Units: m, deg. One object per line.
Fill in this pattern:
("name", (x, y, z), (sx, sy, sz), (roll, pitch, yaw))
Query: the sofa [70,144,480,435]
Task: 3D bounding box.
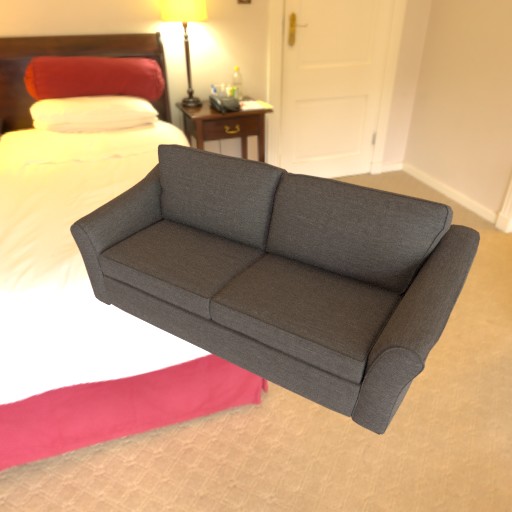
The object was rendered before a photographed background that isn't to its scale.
("sofa", (0.000, 0.000, 2.680), (2.270, 0.950, 0.971), (18, 36, 27))
